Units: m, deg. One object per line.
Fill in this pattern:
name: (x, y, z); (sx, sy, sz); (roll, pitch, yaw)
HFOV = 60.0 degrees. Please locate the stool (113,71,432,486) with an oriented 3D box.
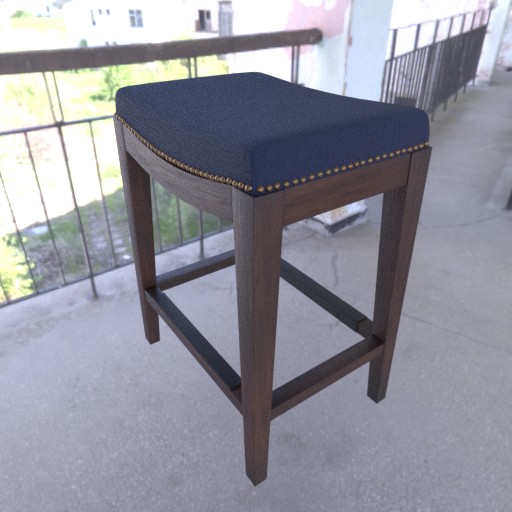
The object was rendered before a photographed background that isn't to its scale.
stool: (0.000, 0.000, 0.922); (0.361, 0.642, 0.500); (-20, 37, -30)
